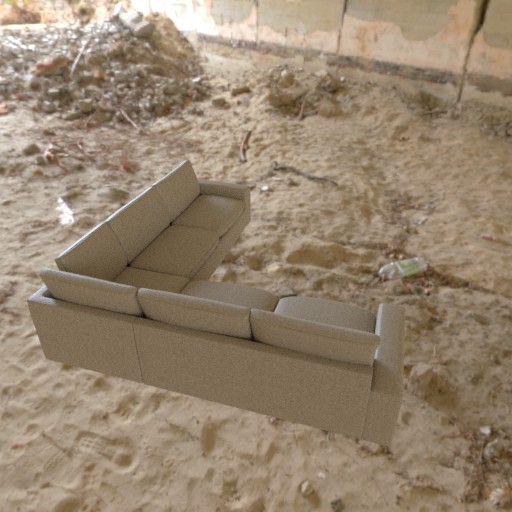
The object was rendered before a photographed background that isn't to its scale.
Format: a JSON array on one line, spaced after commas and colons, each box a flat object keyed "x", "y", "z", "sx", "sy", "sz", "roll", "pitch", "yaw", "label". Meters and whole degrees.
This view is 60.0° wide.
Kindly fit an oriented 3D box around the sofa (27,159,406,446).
[{"x": 0.000, "y": 0.000, "z": 4.042, "sx": 2.622, "sy": 0.800, "sz": 2.742, "roll": 9, "pitch": 33, "yaw": 15, "label": "sofa"}]
